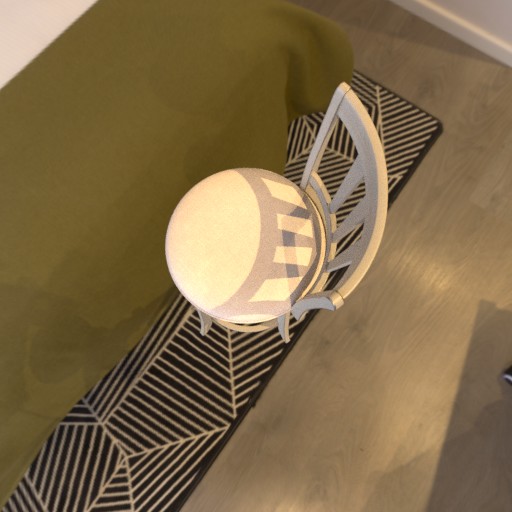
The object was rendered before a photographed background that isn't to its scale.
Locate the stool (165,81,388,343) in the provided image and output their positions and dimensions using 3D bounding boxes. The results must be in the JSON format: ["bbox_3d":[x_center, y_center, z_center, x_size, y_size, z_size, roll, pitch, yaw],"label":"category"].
[{"bbox_3d":[0.000,0.000,1.282,0.475,1.042,0.436,5,75,1],"label":"stool"}]
